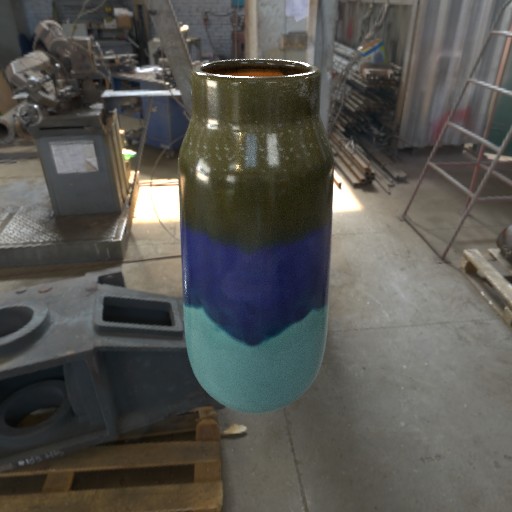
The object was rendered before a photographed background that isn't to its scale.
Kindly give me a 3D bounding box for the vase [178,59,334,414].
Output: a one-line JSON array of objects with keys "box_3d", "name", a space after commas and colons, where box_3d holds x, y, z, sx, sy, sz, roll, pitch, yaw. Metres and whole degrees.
[{"box_3d": [0.000, 0.000, 0.395, 0.139, 0.313, 0.139, 0, 31, 0], "name": "vase"}]
